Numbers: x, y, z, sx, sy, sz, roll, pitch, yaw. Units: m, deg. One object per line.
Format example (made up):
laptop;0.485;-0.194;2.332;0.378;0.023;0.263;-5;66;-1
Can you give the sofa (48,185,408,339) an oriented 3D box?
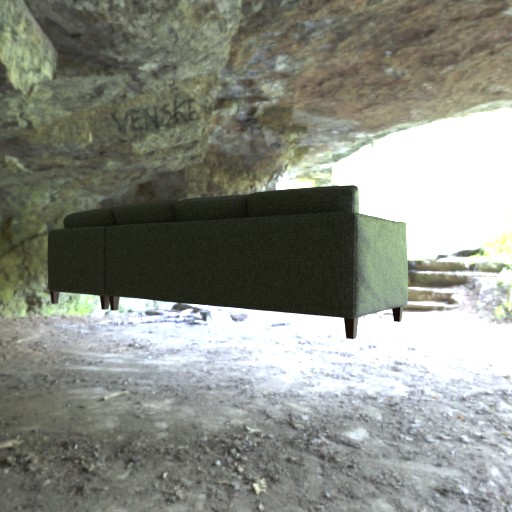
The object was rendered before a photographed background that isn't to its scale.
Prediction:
sofa;0.000;0.000;4.455;3.302;0.947;2.593;0;0;36
